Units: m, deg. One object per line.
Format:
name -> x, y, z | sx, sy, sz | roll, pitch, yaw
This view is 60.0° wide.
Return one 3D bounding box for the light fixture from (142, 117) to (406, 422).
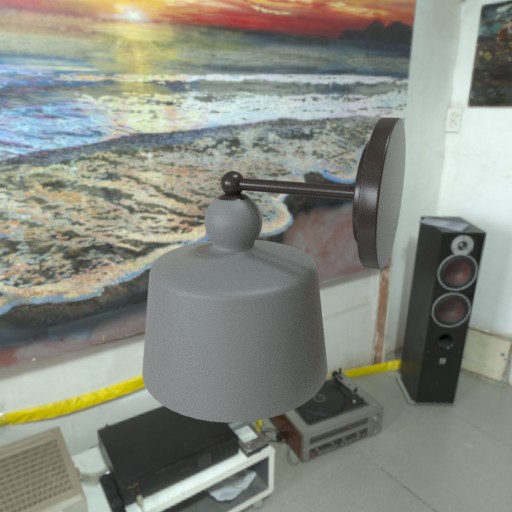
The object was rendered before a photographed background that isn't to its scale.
light fixture -> 0.000, 0.000, 0.447 | 0.254, 0.268, 0.204 | 9, 20, 24
